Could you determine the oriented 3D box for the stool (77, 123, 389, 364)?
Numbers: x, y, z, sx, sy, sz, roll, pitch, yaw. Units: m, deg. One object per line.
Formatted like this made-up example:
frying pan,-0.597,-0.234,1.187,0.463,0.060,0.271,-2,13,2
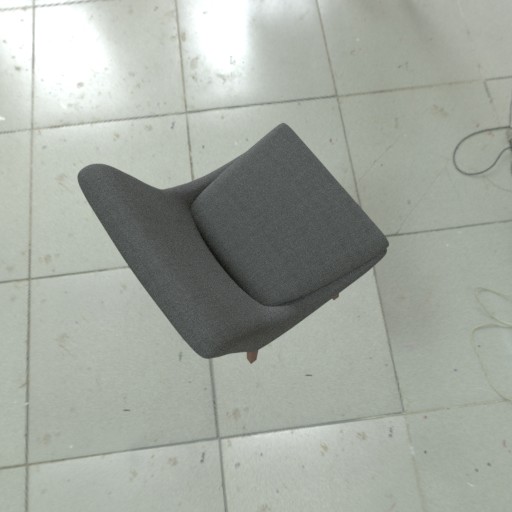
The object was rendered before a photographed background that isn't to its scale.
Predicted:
stool,0.000,0.000,1.227,0.524,0.977,0.447,-36,77,-10
